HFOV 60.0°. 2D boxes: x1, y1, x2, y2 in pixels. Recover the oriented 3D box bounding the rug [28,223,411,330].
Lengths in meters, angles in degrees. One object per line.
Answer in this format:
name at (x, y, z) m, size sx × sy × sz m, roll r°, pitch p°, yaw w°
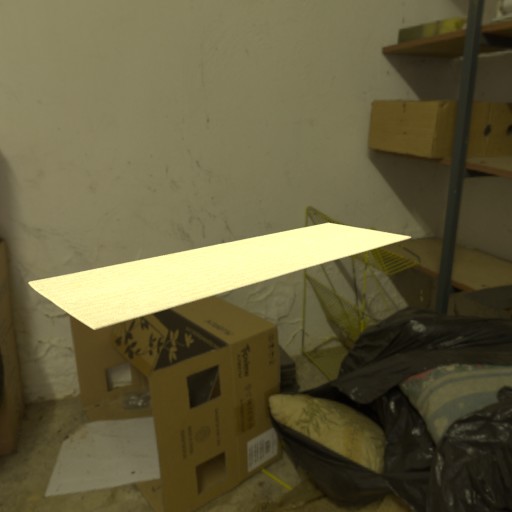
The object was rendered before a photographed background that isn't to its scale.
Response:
rug at (0.000, 0.000, 2.774) m, size 2.450 × 0.014 × 0.793 m, roll -13°, pitch 20°, yaw -41°
